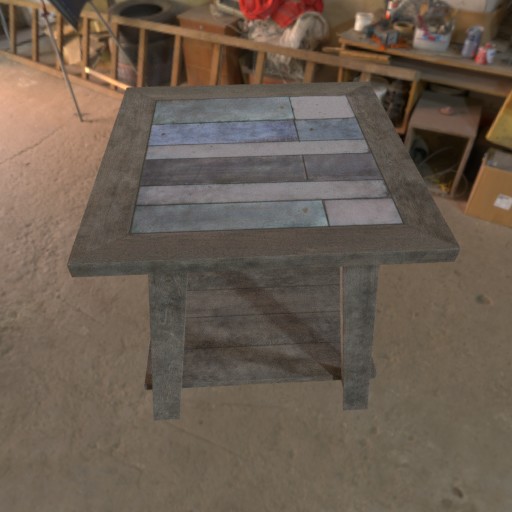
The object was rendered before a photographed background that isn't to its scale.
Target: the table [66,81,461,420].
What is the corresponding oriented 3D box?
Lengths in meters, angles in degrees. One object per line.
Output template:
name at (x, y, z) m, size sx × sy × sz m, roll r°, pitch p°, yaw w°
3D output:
table at (0.000, 0.000, 1.113) m, size 0.610 × 0.610 × 0.610 m, roll -2°, pitch 45°, yaw -2°
